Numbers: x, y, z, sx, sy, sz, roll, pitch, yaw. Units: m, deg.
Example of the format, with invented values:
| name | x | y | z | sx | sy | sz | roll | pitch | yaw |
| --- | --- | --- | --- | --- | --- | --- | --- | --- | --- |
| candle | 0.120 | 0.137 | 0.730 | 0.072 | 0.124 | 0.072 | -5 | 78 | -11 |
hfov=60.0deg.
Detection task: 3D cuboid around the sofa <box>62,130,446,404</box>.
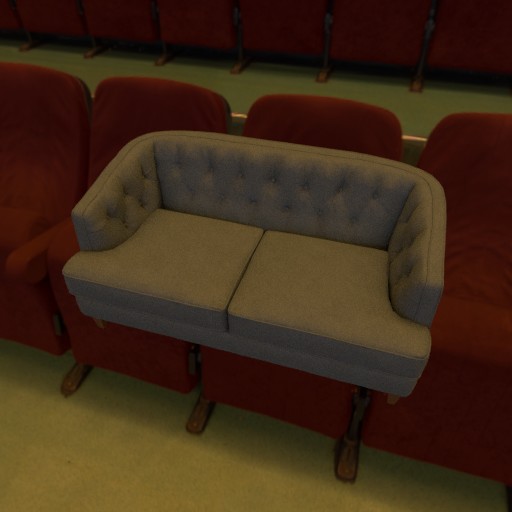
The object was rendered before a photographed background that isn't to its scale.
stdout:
| name | x | y | z | sx | sy | sz | roll | pitch | yaw |
| --- | --- | --- | --- | --- | --- | --- | --- | --- | --- |
| sofa | 0.000 | 0.000 | 2.292 | 1.733 | 0.855 | 0.941 | 11 | 42 | 13 |
